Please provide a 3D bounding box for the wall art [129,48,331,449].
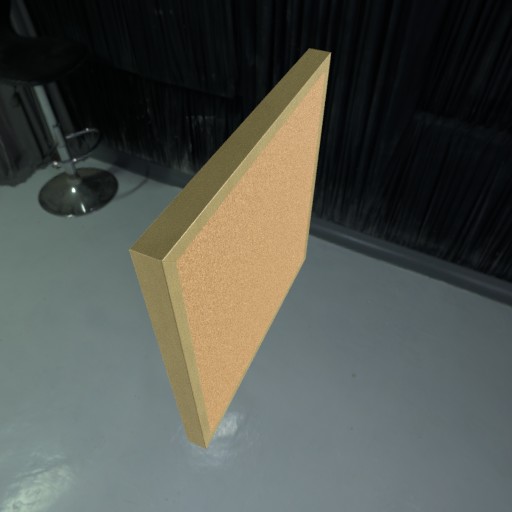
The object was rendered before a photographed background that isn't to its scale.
[{"bbox_3d":[0.000,0.000,0.768,0.038,0.508,0.508,19,50,16],"label":"wall art"}]
